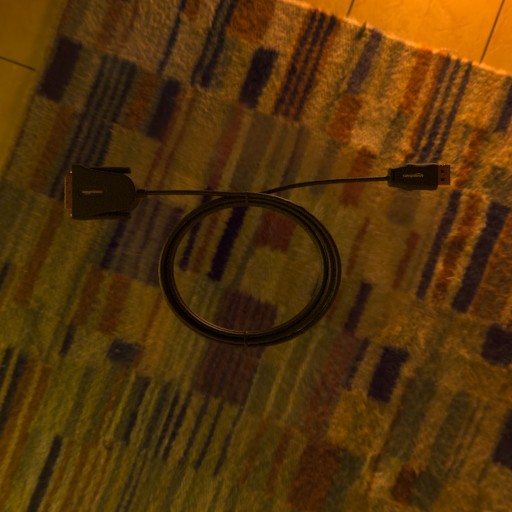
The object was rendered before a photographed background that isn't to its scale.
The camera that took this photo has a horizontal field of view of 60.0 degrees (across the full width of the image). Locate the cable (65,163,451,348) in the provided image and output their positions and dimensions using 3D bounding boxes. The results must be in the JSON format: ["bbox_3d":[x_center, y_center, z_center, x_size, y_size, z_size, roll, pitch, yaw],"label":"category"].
[{"bbox_3d":[0.000,0.000,0.326,0.281,0.015,0.136,0,90,2],"label":"cable"}]
